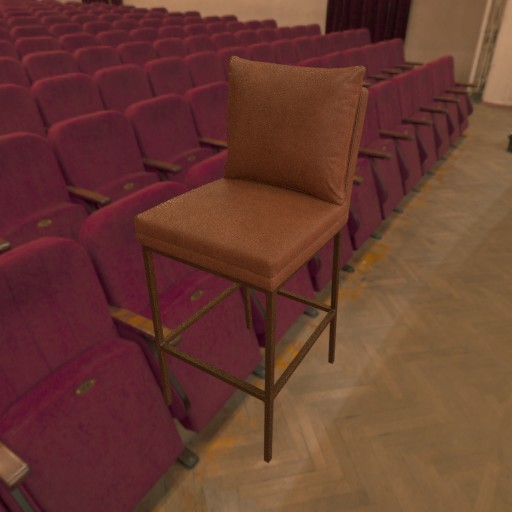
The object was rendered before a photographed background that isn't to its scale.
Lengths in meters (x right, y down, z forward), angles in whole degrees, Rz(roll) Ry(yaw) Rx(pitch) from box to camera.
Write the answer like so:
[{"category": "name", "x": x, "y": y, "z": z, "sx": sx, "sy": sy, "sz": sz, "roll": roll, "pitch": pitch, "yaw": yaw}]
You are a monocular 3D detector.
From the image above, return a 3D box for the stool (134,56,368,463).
[{"category": "stool", "x": 0.000, "y": 0.000, "z": 1.428, "sx": 0.463, "sy": 1.124, "sz": 0.571, "roll": 18, "pitch": 35, "yaw": 28}]
